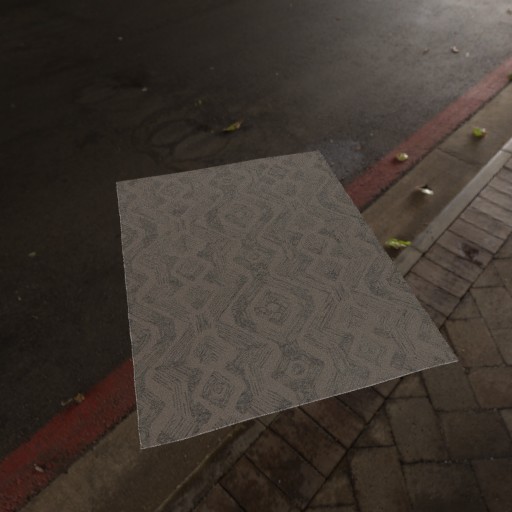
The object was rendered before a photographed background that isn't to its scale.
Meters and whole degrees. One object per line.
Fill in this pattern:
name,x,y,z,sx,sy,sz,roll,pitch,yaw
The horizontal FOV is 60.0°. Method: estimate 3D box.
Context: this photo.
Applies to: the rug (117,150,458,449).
rug,0.000,0.000,4.193,2.430,0.030,3.054,-11,47,-10
